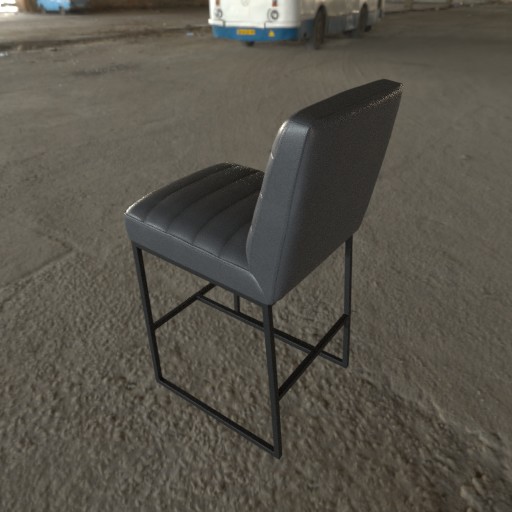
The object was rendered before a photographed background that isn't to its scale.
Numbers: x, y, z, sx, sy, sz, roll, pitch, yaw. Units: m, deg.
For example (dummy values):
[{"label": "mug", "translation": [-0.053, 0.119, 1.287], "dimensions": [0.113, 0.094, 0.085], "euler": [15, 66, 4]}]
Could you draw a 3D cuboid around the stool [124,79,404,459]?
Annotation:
[{"label": "stool", "translation": [0.000, 0.000, 1.249], "dimensions": [0.552, 0.938, 0.457], "euler": [21, 37, 30]}]
